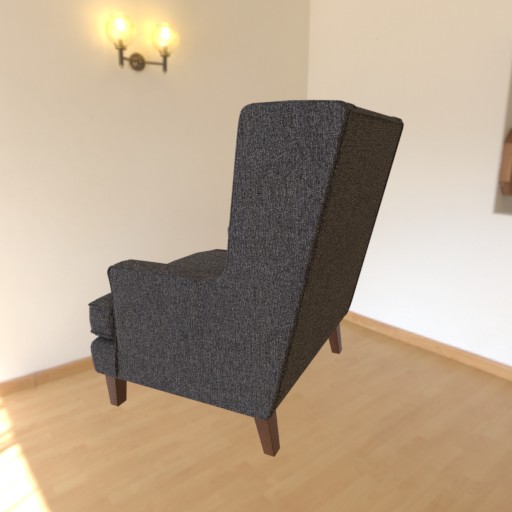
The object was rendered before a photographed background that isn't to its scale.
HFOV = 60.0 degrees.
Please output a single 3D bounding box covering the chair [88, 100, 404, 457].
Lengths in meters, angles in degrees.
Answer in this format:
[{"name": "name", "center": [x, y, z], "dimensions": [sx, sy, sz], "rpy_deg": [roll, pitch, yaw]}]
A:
[{"name": "chair", "center": [0.000, 0.000, 1.760], "dimensions": [0.927, 1.082, 0.942], "rpy_deg": [7, 16, 25]}]
